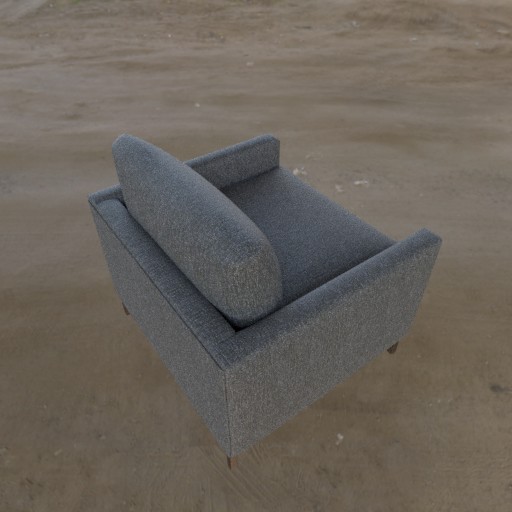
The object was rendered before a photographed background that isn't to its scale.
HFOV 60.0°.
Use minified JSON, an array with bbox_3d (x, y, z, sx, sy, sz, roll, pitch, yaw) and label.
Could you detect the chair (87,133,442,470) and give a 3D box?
[{"bbox_3d":[0.000,0.000,1.651,0.866,0.861,0.963,-26,48,-26],"label":"chair"}]
